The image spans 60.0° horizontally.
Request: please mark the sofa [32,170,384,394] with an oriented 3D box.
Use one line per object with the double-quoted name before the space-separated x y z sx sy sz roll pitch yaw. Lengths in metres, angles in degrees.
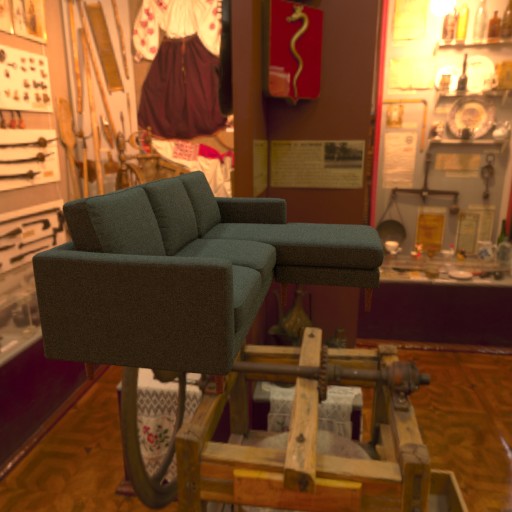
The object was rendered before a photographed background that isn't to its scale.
"sofa" 0.000 0.000 2.859 1.667 0.957 2.055 3 15 10
